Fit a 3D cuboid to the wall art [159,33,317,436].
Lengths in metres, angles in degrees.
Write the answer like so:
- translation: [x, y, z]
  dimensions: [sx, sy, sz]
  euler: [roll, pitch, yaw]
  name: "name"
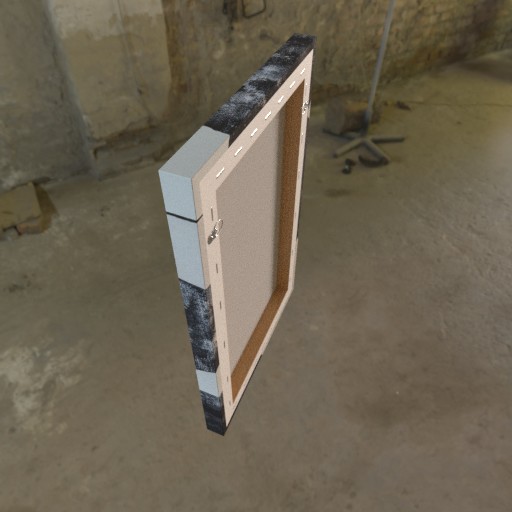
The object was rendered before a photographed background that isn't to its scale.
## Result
- translation: [0.000, 0.000, 0.782]
  dimensions: [0.039, 0.610, 0.407]
  euler: [17, 48, 16]
  name: "wall art"
